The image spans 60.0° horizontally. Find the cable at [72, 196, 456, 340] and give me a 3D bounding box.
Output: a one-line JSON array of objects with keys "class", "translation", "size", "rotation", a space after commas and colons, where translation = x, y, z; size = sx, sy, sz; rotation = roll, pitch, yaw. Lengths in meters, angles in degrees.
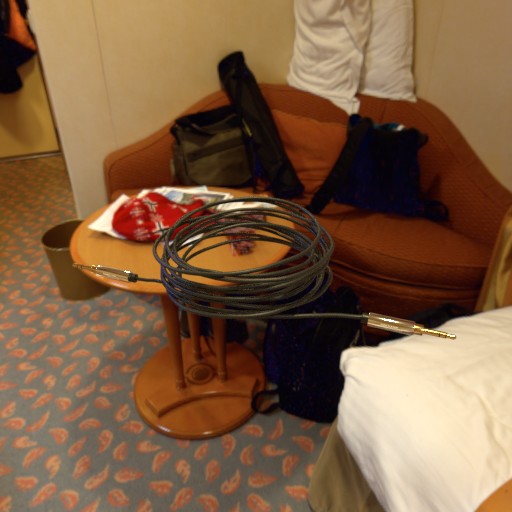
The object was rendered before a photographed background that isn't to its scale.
[{"class": "cable", "translation": [0.000, 0.000, 0.501], "size": [0.432, 0.069, 0.198], "rotation": [11, 32, 17]}]
